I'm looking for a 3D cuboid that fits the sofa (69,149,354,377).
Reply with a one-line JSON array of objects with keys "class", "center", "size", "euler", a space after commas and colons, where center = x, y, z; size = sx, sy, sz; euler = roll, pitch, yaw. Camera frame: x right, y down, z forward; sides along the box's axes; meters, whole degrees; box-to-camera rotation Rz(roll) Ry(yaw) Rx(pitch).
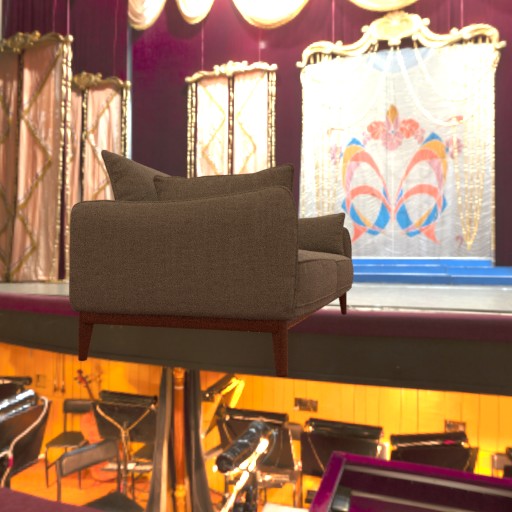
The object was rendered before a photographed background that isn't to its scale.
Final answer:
[{"class": "sofa", "center": [0.000, 0.000, 2.523], "size": [0.972, 0.851, 1.989], "euler": [0, -1, 18]}]
